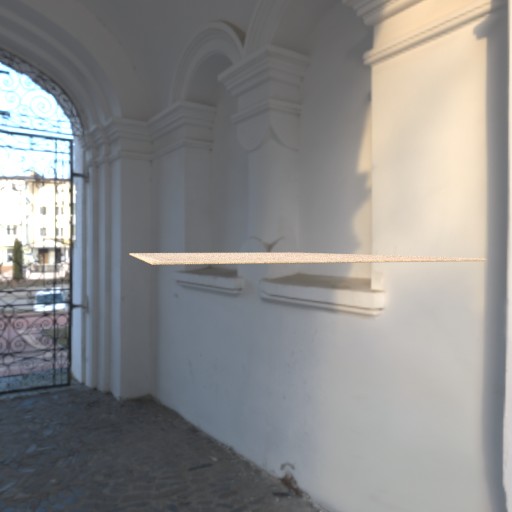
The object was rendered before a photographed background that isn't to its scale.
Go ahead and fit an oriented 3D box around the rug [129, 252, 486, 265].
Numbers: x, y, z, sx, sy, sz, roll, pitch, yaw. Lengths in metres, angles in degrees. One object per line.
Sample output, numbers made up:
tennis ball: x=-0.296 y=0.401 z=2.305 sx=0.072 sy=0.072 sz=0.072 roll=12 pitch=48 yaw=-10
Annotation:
rug: x=0.000 y=0.000 z=2.330 sx=1.219 sy=0.010 sz=1.829 roll=0 pitch=1 yaw=-18
